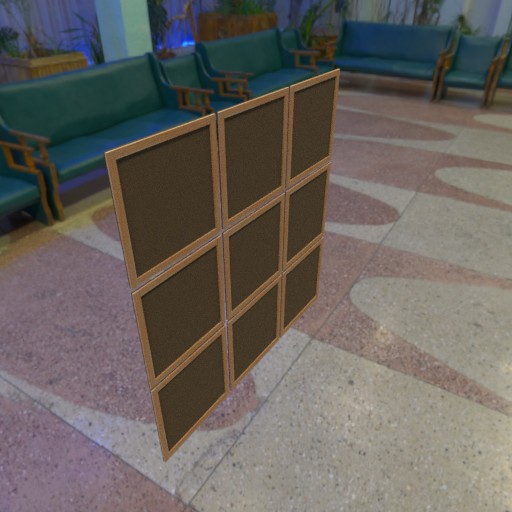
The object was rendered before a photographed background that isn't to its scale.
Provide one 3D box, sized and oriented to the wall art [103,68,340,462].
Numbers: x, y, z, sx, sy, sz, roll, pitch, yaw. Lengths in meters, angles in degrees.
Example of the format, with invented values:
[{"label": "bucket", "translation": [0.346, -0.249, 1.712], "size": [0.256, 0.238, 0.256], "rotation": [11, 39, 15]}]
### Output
[{"label": "wall art", "translation": [0.000, 0.000, 2.211], "size": [0.013, 1.525, 1.520], "rotation": [21, 39, 29]}]
